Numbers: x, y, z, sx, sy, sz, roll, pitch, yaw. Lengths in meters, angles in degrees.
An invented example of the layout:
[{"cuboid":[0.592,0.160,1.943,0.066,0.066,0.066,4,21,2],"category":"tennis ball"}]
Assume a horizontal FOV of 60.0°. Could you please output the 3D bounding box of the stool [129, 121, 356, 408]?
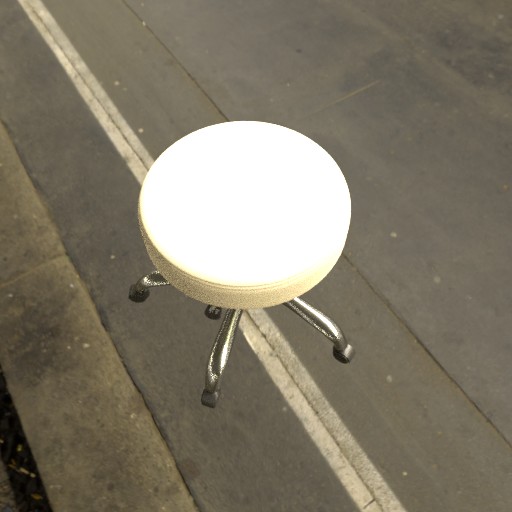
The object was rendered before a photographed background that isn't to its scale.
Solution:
[{"cuboid":[0.000,0.000,1.057,0.614,0.482,0.634,31,64,18],"category":"stool"}]
